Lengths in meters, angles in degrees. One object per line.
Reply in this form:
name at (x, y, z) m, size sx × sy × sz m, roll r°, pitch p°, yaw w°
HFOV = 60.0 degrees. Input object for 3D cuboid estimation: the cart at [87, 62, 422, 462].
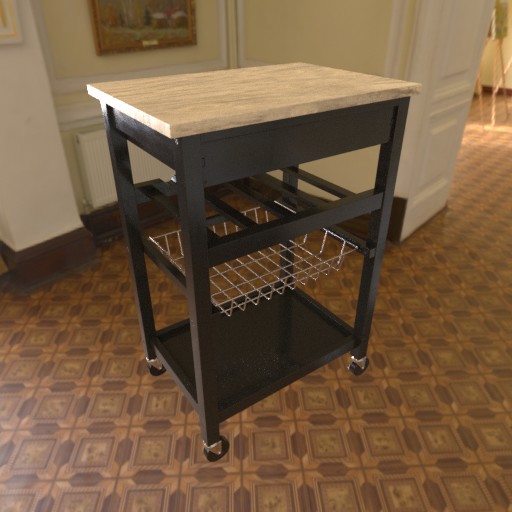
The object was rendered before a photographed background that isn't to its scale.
cart at (0.000, 0.000, 1.141) m, size 0.584 × 0.839 × 0.403 m, roll -20°, pitch 36°, yaw -29°
